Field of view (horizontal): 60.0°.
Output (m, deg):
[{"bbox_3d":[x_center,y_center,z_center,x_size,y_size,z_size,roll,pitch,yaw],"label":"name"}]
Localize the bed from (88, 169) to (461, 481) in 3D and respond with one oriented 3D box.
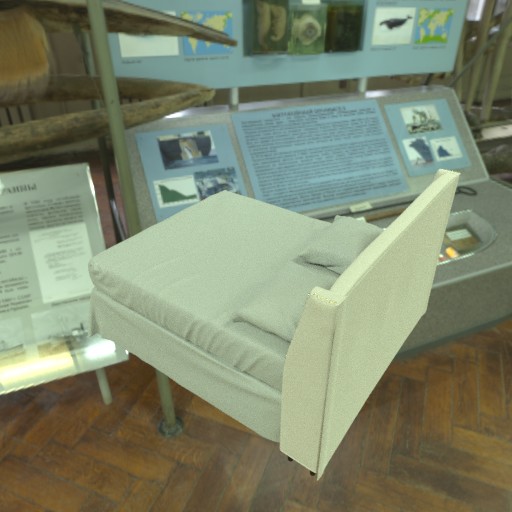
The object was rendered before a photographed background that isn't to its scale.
[{"bbox_3d":[0.000,0.000,3.426,2.276,1.332,1.925,21,38,30],"label":"bed"}]
